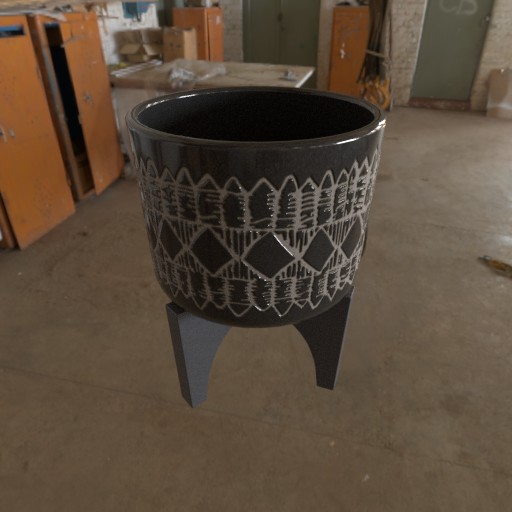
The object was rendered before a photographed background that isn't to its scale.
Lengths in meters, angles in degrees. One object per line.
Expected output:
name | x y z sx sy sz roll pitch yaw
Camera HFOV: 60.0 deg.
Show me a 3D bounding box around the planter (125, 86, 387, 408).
planter | 0.000 0.000 0.407 0.196 0.264 0.196 -22 37 -33
